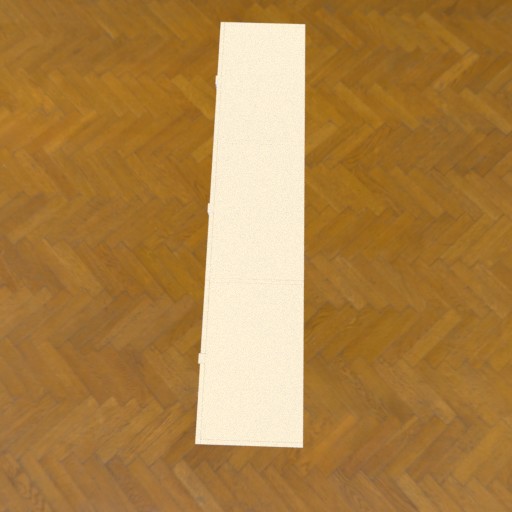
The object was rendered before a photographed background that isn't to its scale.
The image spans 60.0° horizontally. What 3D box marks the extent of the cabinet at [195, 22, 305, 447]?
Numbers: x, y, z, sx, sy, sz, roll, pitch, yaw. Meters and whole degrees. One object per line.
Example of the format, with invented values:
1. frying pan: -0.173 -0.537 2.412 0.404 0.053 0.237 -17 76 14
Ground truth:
1. cabinet: 0.000 0.000 3.861 0.590 2.370 2.700 2 76 0
